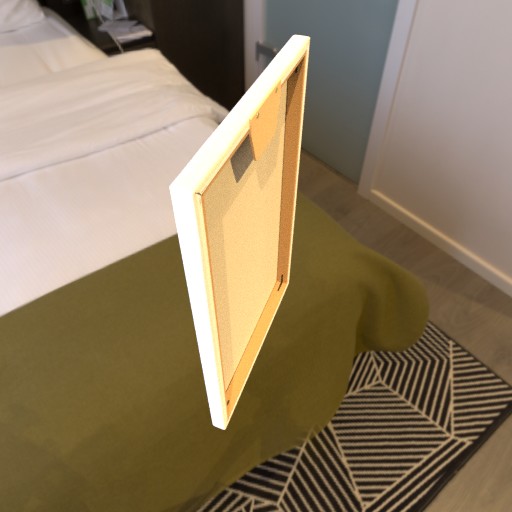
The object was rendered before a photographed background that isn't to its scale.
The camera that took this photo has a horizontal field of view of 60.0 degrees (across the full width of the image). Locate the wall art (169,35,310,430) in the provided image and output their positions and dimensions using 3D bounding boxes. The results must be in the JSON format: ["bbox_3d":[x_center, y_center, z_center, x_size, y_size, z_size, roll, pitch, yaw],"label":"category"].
[{"bbox_3d":[0.000,0.000,1.171,0.048,0.902,0.602,16,50,14],"label":"wall art"}]
